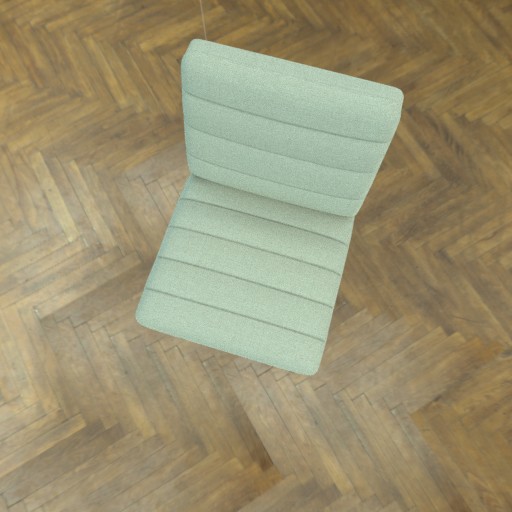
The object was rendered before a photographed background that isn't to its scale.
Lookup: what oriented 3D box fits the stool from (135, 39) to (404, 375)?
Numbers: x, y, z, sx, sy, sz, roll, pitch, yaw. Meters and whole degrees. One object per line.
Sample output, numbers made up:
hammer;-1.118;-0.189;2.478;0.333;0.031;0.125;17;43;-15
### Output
stool;0.000;0.000;1.243;0.460;0.940;0.560;16;75;4
